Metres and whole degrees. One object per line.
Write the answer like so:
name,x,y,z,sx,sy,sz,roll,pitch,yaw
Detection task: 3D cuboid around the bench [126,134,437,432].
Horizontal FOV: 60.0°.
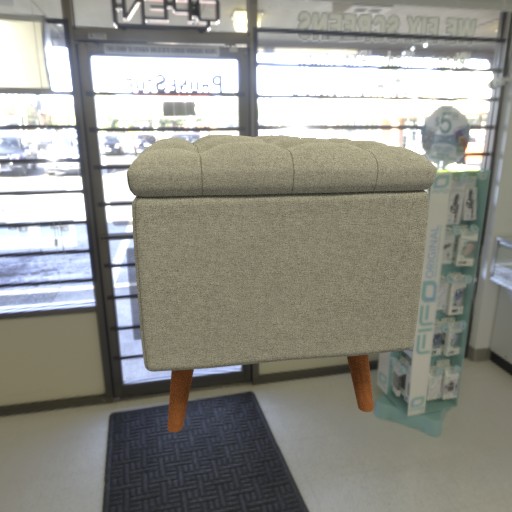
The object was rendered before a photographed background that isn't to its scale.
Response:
bench,0.000,0.000,0.890,0.417,0.469,0.572,-3,16,-9
